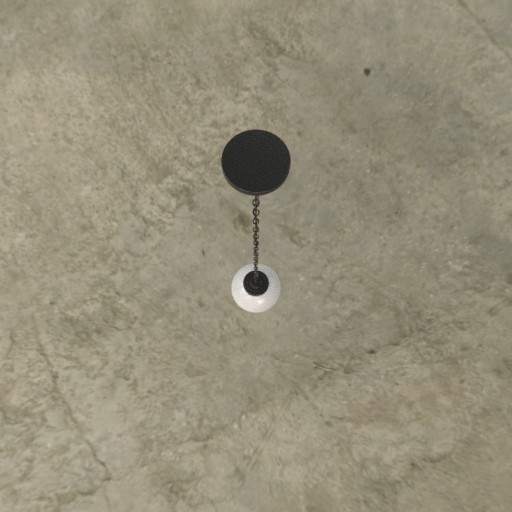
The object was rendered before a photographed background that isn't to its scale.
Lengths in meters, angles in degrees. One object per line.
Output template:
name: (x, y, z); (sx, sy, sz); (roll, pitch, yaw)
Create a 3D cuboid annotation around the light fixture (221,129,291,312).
light fixture: (0.000, 0.000, 1.995); (0.304, 1.867, 0.305); (1, 75, 0)
